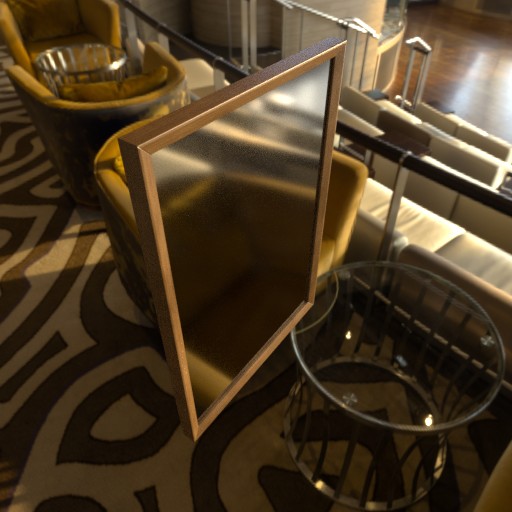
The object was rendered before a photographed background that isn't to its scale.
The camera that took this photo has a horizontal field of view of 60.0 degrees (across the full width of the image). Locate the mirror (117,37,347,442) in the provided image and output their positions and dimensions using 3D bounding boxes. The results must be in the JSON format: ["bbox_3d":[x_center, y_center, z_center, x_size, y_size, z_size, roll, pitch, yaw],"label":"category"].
[{"bbox_3d":[0.000,0.000,0.898,0.039,0.711,0.508,26,48,26],"label":"mirror"}]
